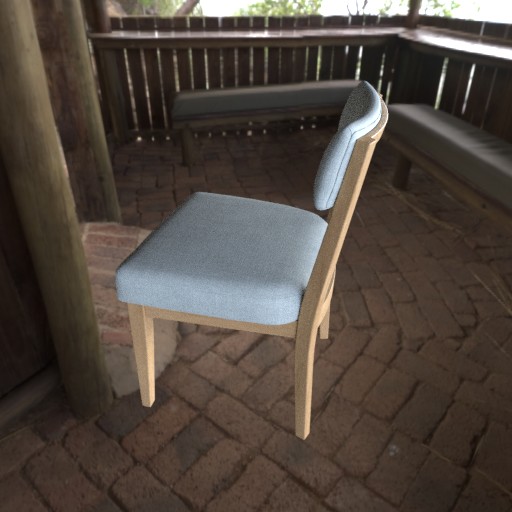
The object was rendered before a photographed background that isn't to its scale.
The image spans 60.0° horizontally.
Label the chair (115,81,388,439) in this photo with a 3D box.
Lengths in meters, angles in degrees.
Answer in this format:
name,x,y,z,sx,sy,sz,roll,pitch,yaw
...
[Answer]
name,x,y,z,sx,sy,sz,roll,pitch,yaw
chair,0.000,0.000,1.186,0.572,0.832,0.508,8,32,13
